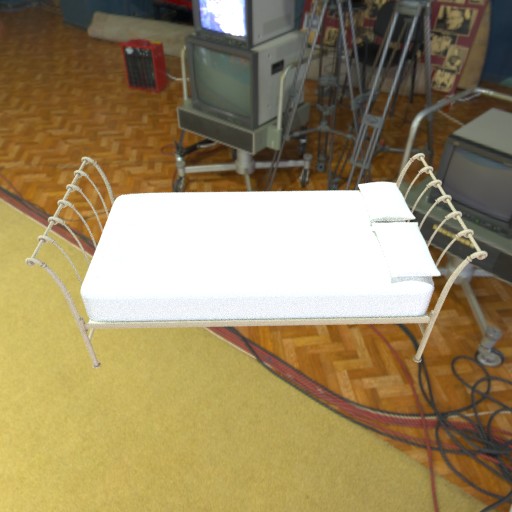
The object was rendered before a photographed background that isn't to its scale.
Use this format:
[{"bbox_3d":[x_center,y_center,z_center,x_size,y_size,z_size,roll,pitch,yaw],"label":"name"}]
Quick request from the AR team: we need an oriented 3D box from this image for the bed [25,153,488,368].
[{"bbox_3d":[0.000,0.000,2.778,2.228,0.873,1.032,-1,41,-1],"label":"bed"}]
